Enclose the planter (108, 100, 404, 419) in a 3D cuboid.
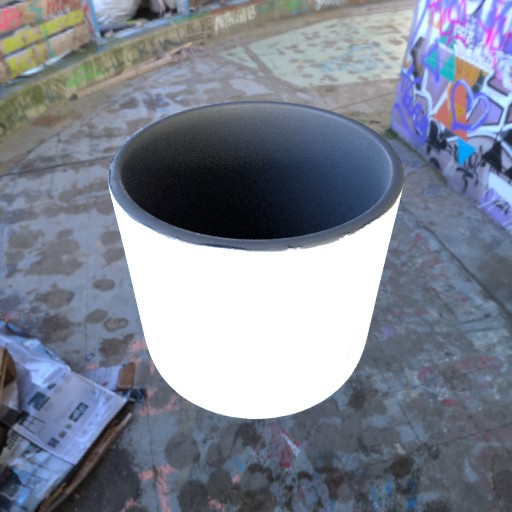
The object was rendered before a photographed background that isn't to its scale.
[{"bbox_3d":[0.000,0.000,0.398,0.221,0.201,0.221,0,41,0],"label":"planter"}]
